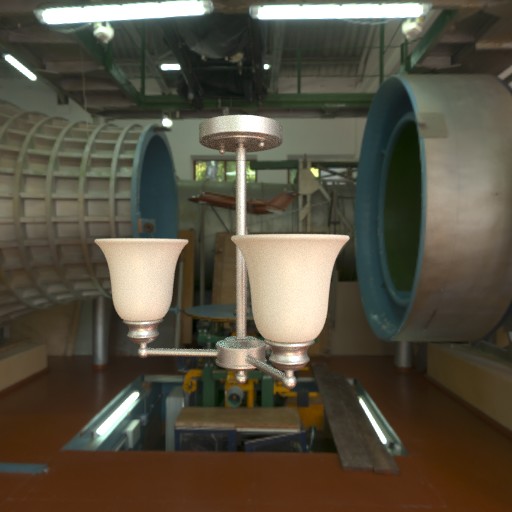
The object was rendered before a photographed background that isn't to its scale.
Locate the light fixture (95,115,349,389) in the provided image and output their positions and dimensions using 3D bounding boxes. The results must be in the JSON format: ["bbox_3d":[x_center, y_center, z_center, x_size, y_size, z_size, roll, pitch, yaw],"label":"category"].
[{"bbox_3d":[0.000,0.000,0.671,0.388,0.370,0.354,0,1,36],"label":"light fixture"}]
